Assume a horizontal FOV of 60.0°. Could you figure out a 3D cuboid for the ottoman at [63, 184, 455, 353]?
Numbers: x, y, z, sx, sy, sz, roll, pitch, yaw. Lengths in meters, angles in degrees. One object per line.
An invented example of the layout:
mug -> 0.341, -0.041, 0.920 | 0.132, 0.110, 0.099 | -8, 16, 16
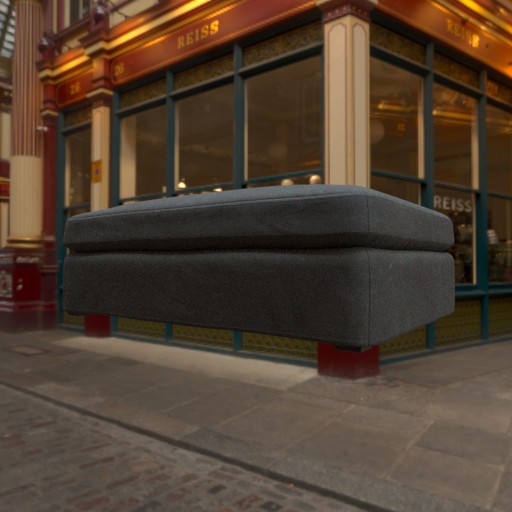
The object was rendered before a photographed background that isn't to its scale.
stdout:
ottoman -> 0.000, 0.000, 1.601 | 1.199, 0.429, 0.840 | 0, -1, 36
